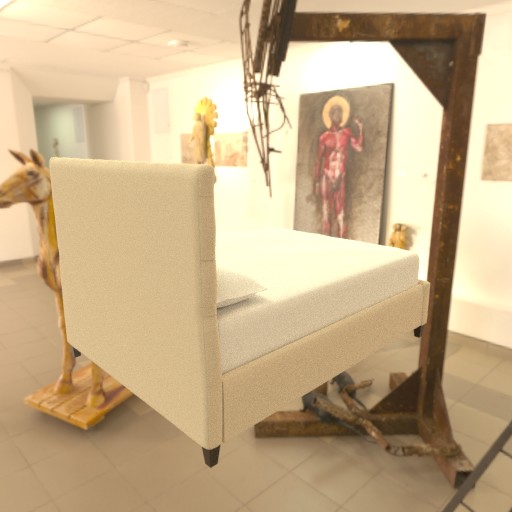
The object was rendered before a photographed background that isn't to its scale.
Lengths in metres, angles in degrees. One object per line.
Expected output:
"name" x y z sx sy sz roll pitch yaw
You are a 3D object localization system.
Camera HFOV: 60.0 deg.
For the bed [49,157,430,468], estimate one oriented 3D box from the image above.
"bed" 0.000 0.000 3.254 2.233 1.426 1.696 -13 19 -42
